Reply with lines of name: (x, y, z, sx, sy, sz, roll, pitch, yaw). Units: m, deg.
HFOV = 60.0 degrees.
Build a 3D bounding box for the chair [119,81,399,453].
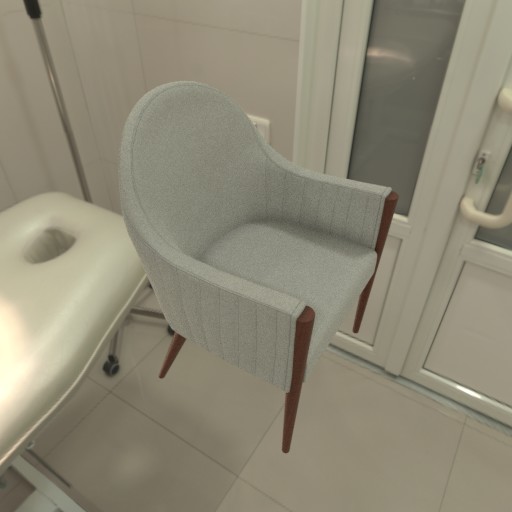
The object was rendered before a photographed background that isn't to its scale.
chair: (0.000, 0.000, 1.318, 0.620, 0.889, 0.610, 22, 45, 24)
